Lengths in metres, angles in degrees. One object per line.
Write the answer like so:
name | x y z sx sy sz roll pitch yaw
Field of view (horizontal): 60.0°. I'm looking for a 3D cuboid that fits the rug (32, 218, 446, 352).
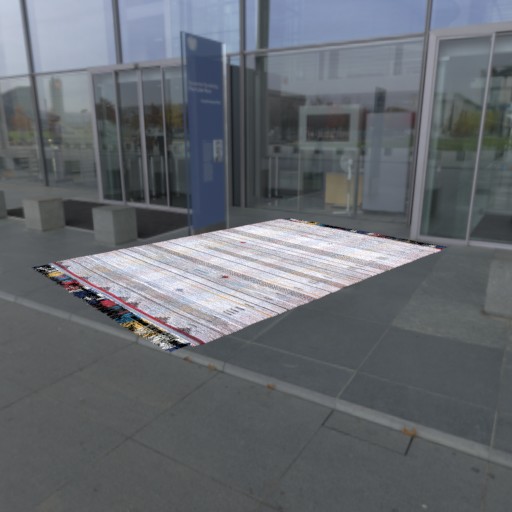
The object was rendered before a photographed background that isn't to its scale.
rug | 0.000 0.000 2.299 1.848 0.012 1.217 -14 21 -41
